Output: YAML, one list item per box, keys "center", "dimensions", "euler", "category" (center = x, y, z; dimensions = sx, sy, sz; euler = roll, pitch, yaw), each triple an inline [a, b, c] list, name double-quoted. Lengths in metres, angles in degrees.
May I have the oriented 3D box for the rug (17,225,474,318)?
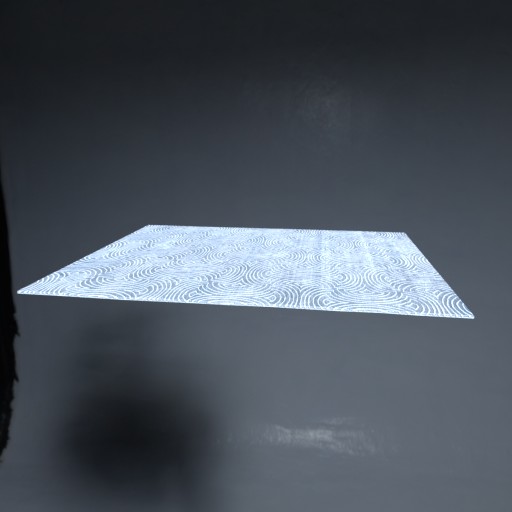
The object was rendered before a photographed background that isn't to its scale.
- center: [0.000, 0.000, 4.068]
  dimensions: [3.042, 0.021, 2.456]
  euler: [2, 15, 8]
  category: "rug"
